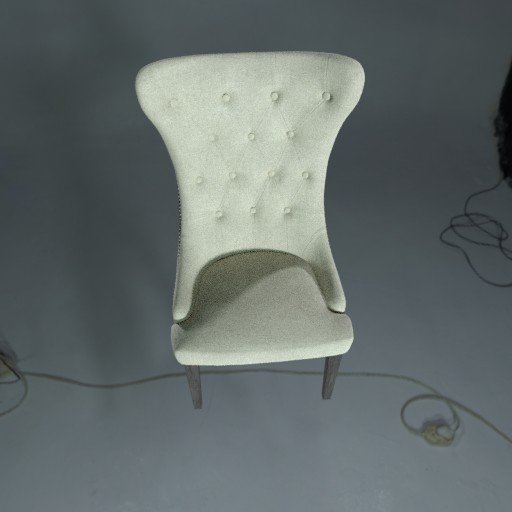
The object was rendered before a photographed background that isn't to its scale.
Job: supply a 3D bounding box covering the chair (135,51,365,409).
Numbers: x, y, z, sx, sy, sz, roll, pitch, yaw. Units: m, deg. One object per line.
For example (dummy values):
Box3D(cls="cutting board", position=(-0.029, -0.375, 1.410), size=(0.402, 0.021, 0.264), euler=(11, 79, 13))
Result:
Box3D(cls="chair", position=(0.000, 0.000, 1.391), size=(0.584, 1.065, 0.590), euler=(-3, 48, -3))
